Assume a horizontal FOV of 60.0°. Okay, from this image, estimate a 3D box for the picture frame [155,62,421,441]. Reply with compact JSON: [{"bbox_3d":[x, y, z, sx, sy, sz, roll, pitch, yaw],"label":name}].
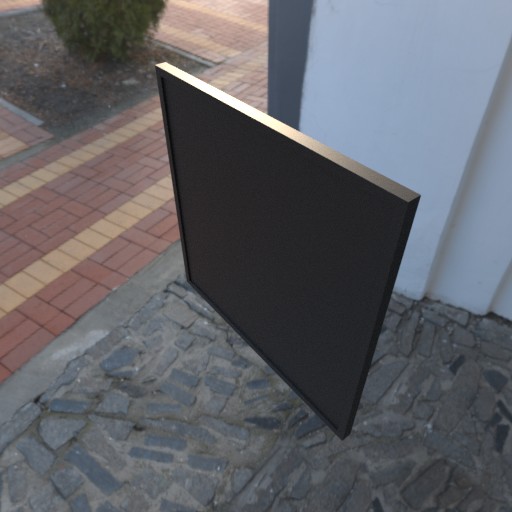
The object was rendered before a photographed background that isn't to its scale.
[{"bbox_3d":[0.000,0.000,1.161,0.032,0.775,0.775,-28,49,-28],"label":"picture frame"}]
